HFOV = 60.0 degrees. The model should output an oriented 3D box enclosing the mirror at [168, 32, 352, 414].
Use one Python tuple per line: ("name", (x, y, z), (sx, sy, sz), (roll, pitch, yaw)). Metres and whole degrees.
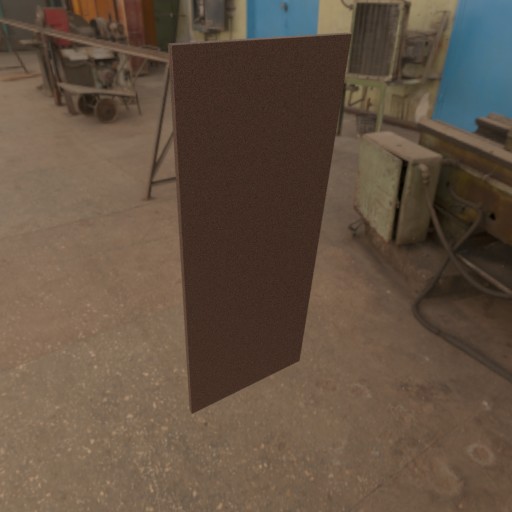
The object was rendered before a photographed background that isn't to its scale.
("mirror", (0.000, 0.000, 2.263), (0.812, 2.020, 0.221), (-18, 36, -28))
